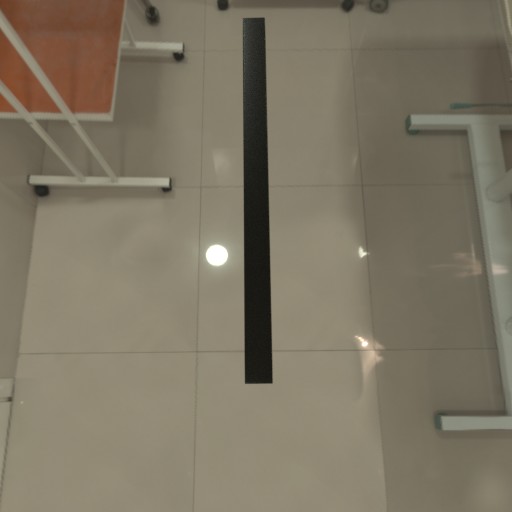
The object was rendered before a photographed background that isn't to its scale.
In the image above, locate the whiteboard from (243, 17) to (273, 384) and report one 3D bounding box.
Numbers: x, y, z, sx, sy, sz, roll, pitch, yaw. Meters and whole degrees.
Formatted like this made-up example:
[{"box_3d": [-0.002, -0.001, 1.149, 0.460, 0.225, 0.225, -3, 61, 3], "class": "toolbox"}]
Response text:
[{"box_3d": [0.000, 0.000, 0.753, 0.026, 0.611, 0.406, -1, 75, 0], "class": "whiteboard"}]
